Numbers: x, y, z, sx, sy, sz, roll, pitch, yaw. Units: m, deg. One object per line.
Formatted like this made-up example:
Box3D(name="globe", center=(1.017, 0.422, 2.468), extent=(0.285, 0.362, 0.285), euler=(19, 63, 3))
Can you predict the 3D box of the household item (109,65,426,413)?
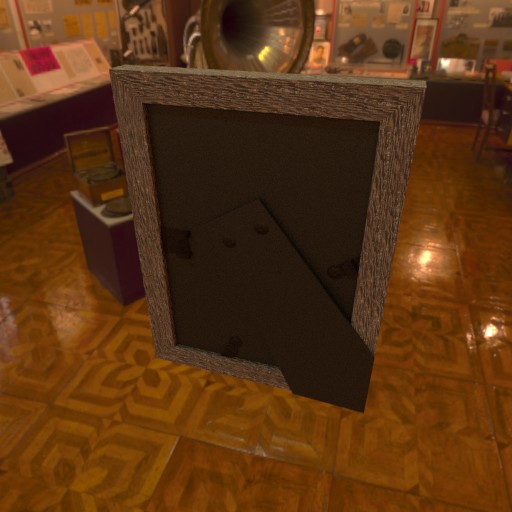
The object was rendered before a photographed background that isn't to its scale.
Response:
Box3D(name="household item", center=(0.000, 0.000, 0.274), extent=(0.160, 0.210, 0.020), euler=(9, 33, 15))
